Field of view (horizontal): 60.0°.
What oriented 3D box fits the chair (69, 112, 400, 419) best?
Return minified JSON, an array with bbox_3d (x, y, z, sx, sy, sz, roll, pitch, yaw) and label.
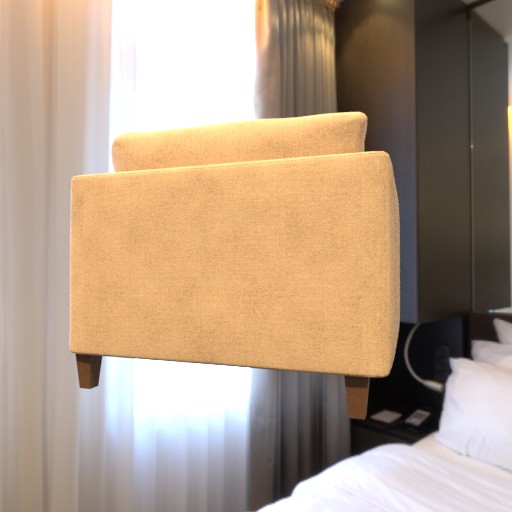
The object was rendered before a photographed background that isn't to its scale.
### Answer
[{"bbox_3d":[0.000,0.000,1.848,1.133,0.961,0.959,0,-1,19],"label":"chair"}]
